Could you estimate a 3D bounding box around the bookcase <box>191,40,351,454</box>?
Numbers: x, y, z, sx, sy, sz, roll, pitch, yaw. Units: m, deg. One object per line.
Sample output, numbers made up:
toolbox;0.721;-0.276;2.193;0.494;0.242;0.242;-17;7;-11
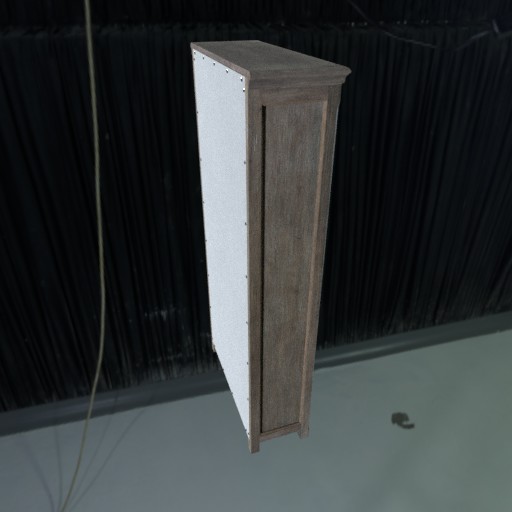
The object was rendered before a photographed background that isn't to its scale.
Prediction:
bookcase;0.000;0.000;2.236;0.348;1.880;0.906;-10;33;-16
